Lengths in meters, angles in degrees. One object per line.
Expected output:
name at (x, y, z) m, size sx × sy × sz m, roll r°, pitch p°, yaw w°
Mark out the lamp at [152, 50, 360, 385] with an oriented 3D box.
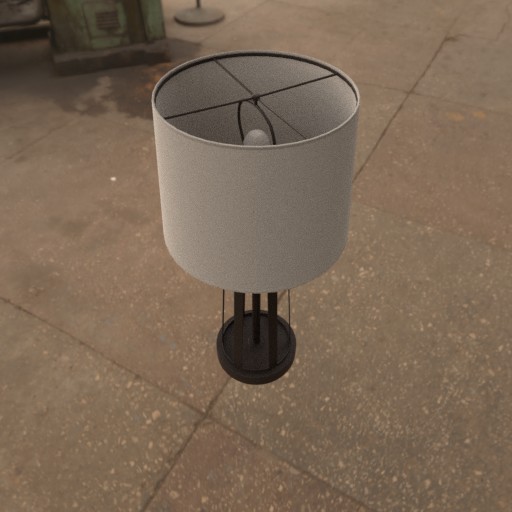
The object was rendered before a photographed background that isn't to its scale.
lamp at (0.000, 0.000, 0.657) m, size 0.251 × 0.509 × 0.251 m, roll 0°, pitch 46°, yaw 0°
